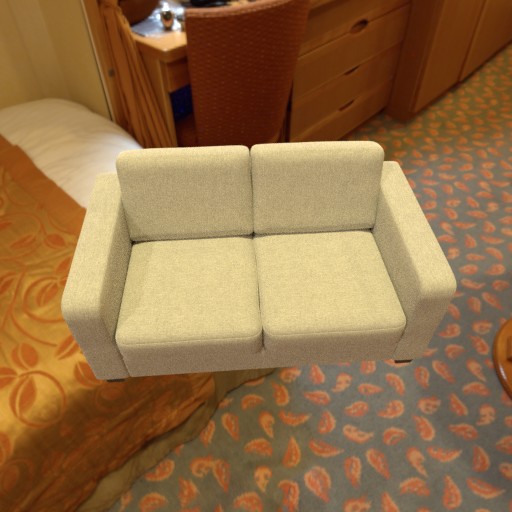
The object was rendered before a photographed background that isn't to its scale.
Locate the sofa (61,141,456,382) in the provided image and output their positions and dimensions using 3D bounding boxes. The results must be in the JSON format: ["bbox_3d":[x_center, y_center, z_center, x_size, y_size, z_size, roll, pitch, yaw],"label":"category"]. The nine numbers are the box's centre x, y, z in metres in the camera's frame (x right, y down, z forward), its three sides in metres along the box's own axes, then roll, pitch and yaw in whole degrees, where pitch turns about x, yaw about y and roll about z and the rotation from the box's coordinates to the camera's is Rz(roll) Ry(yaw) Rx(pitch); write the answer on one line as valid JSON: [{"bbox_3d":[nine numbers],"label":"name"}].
[{"bbox_3d":[0.000,0.000,2.080,1.540,0.800,0.900,-3,47,-3],"label":"sofa"}]
